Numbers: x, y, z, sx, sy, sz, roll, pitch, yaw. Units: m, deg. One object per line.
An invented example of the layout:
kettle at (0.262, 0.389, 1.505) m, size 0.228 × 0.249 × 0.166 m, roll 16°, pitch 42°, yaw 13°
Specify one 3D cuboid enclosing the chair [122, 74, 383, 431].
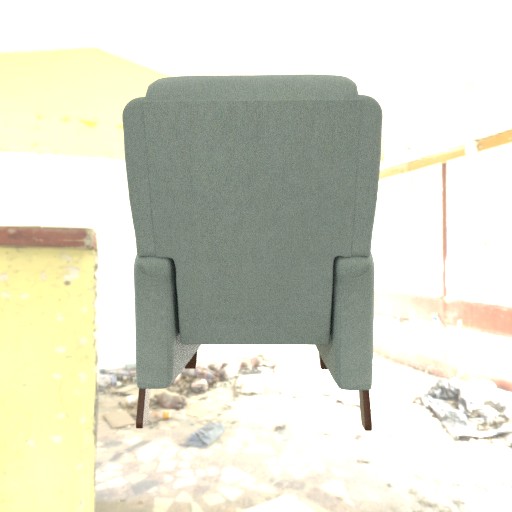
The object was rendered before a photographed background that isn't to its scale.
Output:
chair at (0.000, 0.000, 1.693) m, size 0.785 × 1.067 × 0.988 m, roll 0°, pitch 0°, yaw 2°
